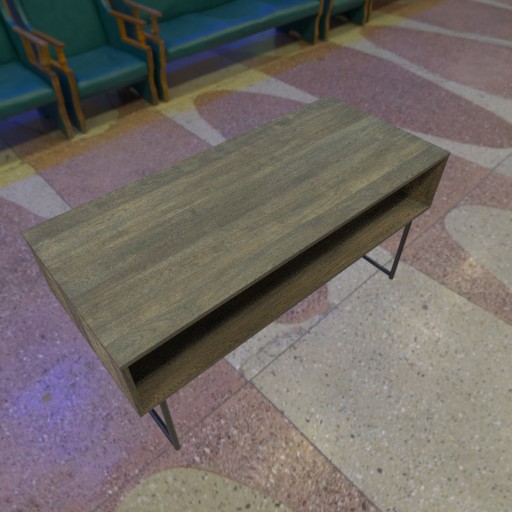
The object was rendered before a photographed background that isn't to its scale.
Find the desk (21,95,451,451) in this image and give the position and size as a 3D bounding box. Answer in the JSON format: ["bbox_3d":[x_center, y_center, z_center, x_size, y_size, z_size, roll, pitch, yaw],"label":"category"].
[{"bbox_3d":[0.000,0.000,2.026,1.600,0.780,0.730,-32,54,-27],"label":"desk"}]
